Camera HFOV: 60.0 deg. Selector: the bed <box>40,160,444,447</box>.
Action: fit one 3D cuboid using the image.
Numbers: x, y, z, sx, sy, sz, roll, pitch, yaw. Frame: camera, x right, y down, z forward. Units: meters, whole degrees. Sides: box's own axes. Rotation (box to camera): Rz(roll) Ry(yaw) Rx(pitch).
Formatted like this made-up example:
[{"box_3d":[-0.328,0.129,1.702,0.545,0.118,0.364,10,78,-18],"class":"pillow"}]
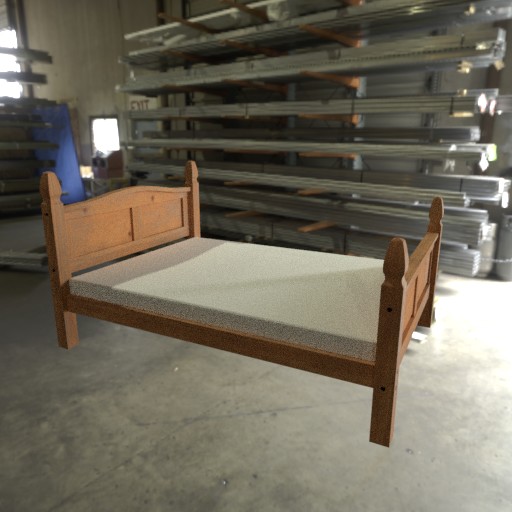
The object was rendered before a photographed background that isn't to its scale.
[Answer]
[{"box_3d":[0.000,0.000,2.860,2.069,1.100,1.490,8,17,27],"class":"bed"}]
